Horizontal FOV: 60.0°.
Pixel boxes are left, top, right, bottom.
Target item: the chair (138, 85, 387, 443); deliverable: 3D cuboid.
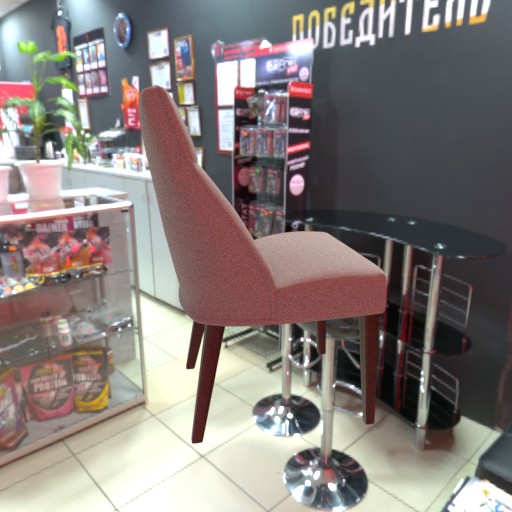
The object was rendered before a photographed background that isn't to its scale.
[{"bbox_3d":[0.000,0.000,1.323,0.620,0.930,0.500,-3,16,-10],"label":"chair"}]
